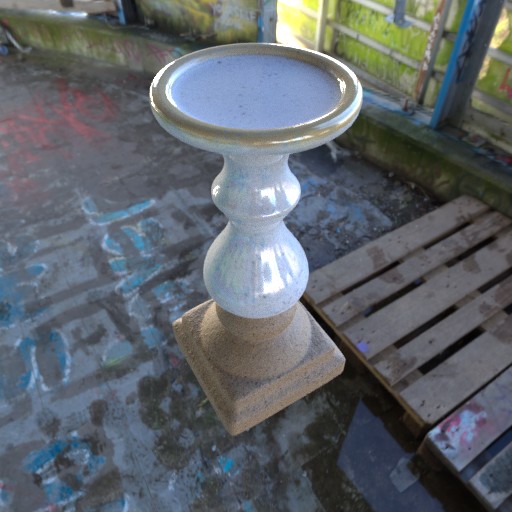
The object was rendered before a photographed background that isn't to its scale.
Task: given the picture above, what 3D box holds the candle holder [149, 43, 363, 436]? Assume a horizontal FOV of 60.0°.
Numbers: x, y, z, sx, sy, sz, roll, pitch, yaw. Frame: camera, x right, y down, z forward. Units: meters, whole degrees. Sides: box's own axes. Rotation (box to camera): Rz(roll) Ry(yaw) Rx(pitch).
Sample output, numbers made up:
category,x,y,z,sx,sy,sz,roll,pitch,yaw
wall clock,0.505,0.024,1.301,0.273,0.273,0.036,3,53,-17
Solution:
category,x,y,z,sx,sy,sz,roll,pitch,yaw
candle holder,0.000,0.000,0.297,0.110,0.239,0.110,-23,50,-21
